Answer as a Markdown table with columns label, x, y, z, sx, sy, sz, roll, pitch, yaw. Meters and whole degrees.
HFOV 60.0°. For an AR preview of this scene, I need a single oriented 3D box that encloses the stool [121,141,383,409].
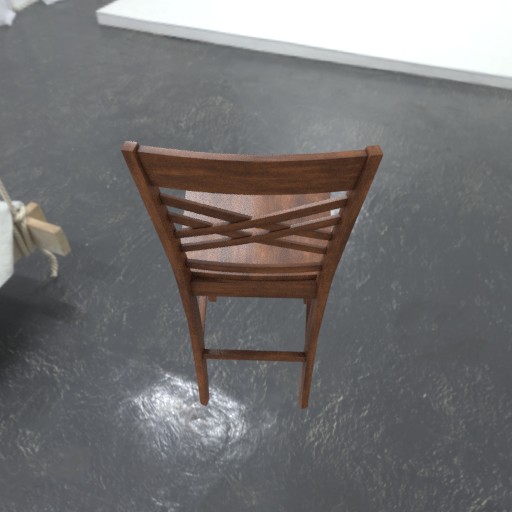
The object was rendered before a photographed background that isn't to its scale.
| label | x | y | z | sx | sy | sz | roll | pitch | yaw |
| --- | --- | --- | --- | --- | --- | --- | --- | --- | --- |
| stool | 0.000 | 0.000 | 1.341 | 0.462 | 1.079 | 0.539 | 1 | 47 | 1 |
